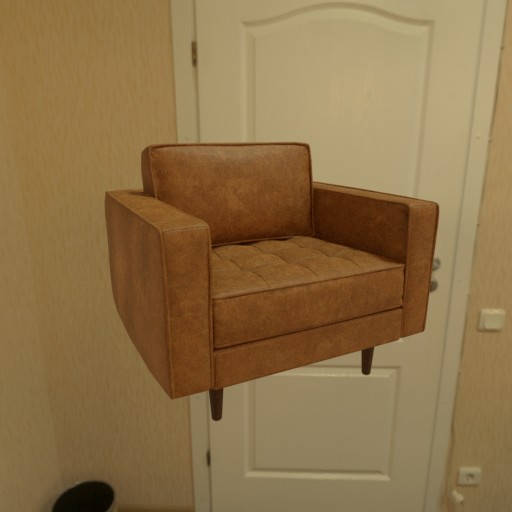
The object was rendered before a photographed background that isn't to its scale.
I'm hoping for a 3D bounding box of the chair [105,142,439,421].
[{"bbox_3d":[0.000,0.000,1.555,0.928,0.767,0.798,-8,17,-26],"label":"chair"}]
